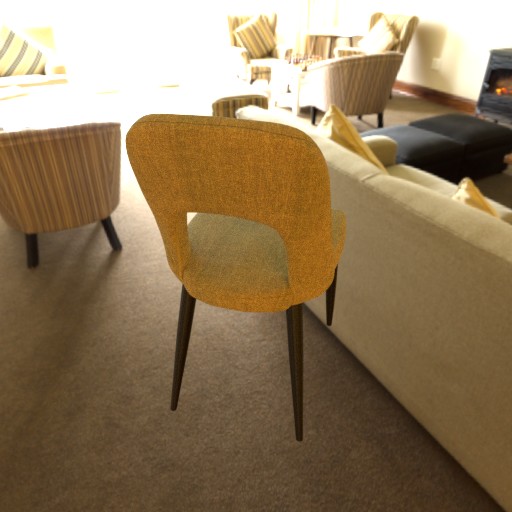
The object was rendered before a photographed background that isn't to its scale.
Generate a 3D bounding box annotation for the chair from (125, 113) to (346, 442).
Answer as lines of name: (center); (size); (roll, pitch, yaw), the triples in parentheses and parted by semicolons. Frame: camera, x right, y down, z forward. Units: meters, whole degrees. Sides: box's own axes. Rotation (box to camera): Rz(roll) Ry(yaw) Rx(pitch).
chair: (0.000, 0.000, 1.268); (0.470, 0.931, 0.612); (9, 34, 14)
